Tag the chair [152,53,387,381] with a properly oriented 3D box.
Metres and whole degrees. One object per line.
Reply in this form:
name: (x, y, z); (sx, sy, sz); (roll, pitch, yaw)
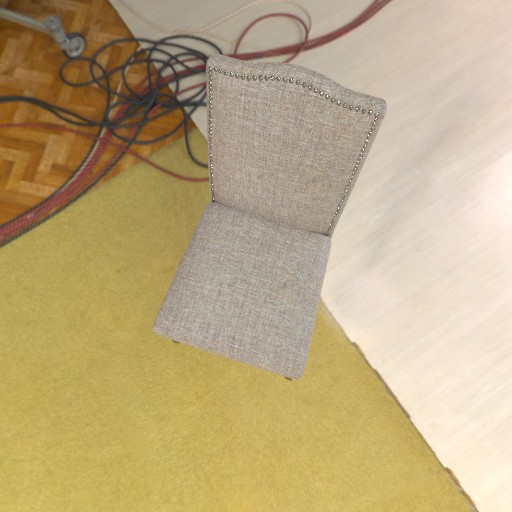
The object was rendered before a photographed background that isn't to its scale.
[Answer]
chair: (0.000, 0.000, 1.406); (0.513, 1.016, 0.660); (17, 76, 4)
